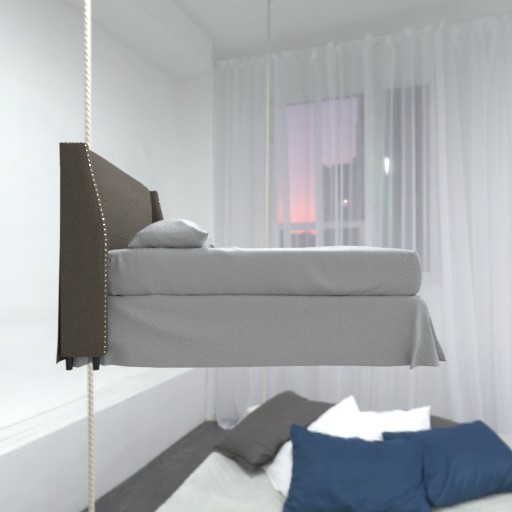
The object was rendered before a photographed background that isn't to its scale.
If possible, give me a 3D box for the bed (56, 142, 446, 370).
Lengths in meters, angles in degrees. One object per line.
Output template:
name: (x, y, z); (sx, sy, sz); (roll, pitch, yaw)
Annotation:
bed: (0.000, 0.000, 3.463); (2.276, 1.332, 1.925); (0, 0, 0)
